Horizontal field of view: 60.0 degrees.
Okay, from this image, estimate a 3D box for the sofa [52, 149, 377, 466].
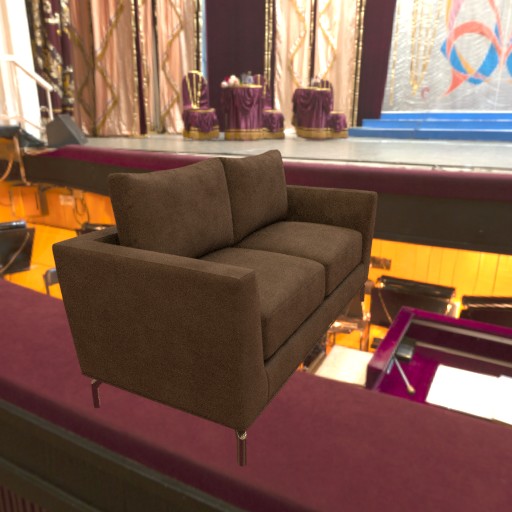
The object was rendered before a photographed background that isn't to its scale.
[{"bbox_3d":[0.000,0.000,2.357,0.855,1.013,1.832,9,20,26],"label":"sofa"}]
